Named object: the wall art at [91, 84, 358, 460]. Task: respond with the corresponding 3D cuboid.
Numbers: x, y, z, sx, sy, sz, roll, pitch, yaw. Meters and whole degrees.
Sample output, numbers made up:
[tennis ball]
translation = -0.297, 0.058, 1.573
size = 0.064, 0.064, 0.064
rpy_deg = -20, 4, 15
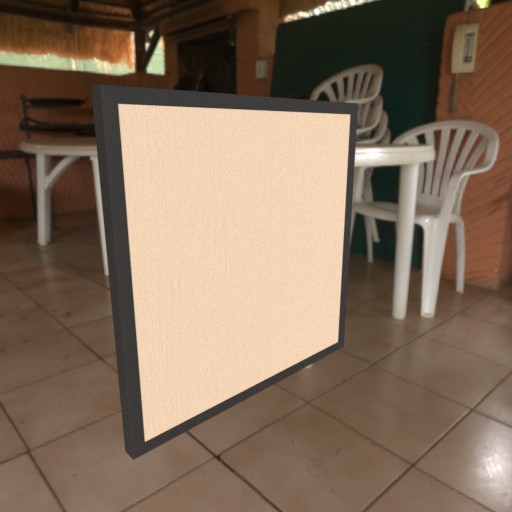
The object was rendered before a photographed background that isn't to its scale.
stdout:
[wall art]
translation = 0.000, 0.000, 0.449
size = 0.306, 0.304, 0.015
rpy_deg = -14, 21, -41
